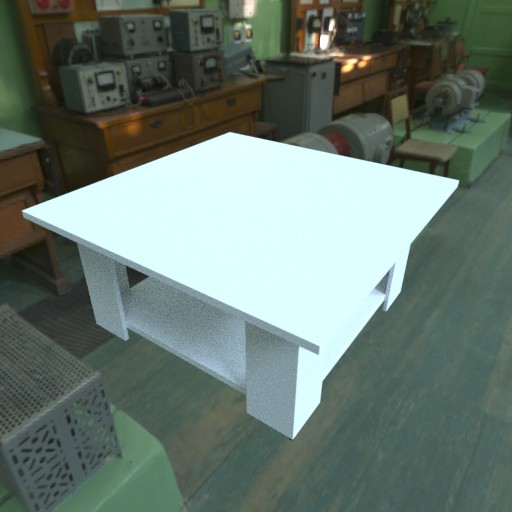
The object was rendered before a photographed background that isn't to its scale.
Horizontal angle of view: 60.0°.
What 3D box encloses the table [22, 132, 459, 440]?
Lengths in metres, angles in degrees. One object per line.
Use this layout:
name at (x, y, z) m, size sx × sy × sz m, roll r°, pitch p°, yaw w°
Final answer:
table at (0.000, 0.000, 1.032) m, size 0.670 × 0.305 × 0.670 m, roll 20°, pitch 37°, yaw 29°
